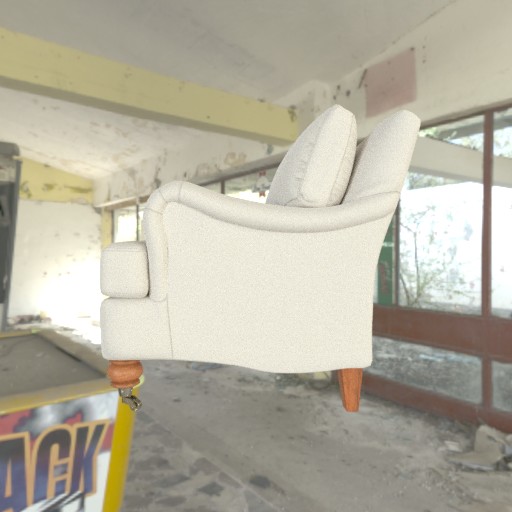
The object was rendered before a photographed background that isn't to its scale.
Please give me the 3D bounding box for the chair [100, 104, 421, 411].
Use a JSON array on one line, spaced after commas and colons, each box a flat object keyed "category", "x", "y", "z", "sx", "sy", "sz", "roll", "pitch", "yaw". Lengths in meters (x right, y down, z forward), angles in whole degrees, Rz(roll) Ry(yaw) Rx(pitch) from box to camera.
[{"category": "chair", "x": 0.000, "y": 0.000, "z": 1.868, "sx": 1.070, "sy": 1.038, "sz": 0.955, "roll": 0, "pitch": 0, "yaw": -1}]
